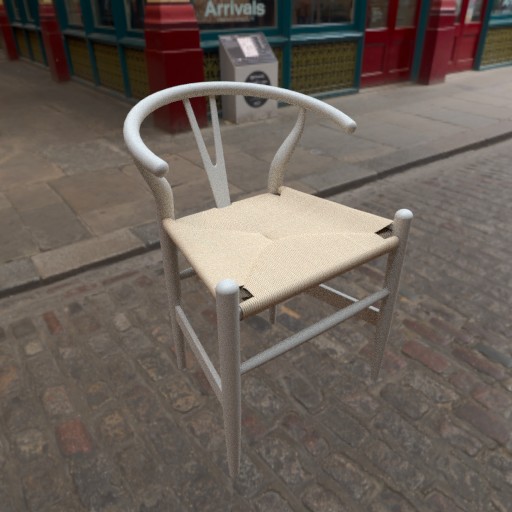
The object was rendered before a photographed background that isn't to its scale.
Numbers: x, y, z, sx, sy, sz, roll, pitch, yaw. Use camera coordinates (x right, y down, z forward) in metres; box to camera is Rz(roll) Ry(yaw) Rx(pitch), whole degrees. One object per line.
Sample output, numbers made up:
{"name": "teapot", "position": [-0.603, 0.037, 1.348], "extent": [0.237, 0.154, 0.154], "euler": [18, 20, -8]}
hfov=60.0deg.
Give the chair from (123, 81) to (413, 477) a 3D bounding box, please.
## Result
{"name": "chair", "position": [0.000, 0.000, 1.080], "extent": [0.533, 0.736, 0.500], "euler": [-21, 36, -31]}
